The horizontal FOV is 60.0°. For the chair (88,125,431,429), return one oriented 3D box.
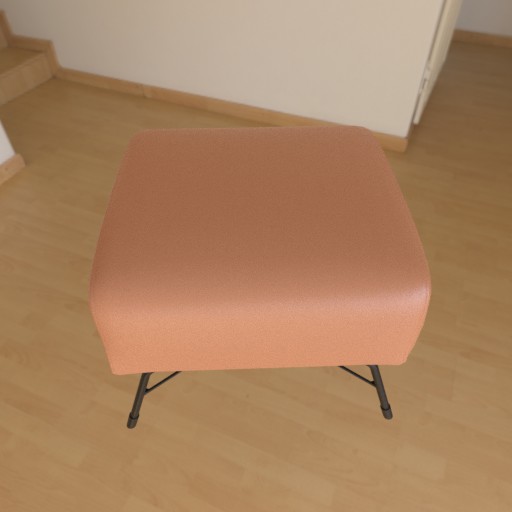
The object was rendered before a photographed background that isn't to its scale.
[{"bbox_3d":[0.000,0.000,0.915,0.530,0.410,0.530,-1,46,-1],"label":"chair"}]
